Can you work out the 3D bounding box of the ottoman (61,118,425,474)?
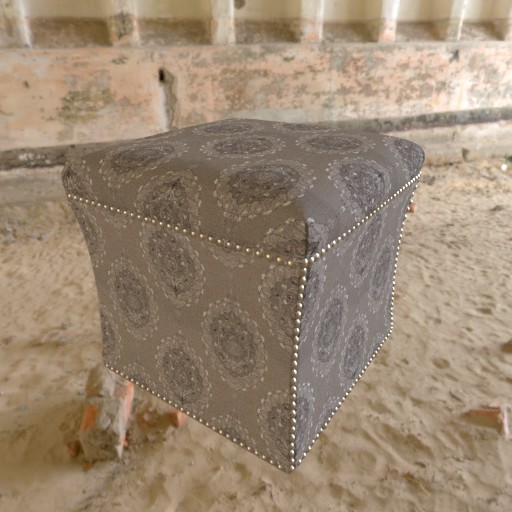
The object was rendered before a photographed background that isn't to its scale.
[{"bbox_3d":[0.000,0.000,0.894,0.497,0.473,0.507,17,31,31],"label":"ottoman"}]
